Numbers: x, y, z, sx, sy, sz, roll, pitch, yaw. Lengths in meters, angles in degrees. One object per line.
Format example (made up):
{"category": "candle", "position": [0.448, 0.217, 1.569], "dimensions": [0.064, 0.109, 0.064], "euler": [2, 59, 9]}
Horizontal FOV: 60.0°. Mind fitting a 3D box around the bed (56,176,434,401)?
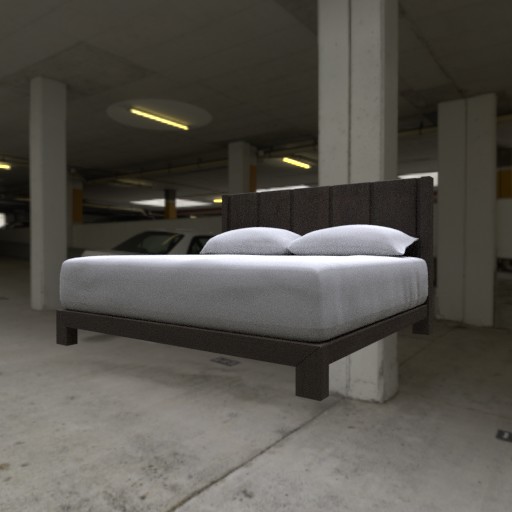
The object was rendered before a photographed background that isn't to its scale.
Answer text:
{"category": "bed", "position": [0.000, 0.000, 3.419], "dimensions": [2.134, 1.270, 2.012], "euler": [1, 1, 35]}
